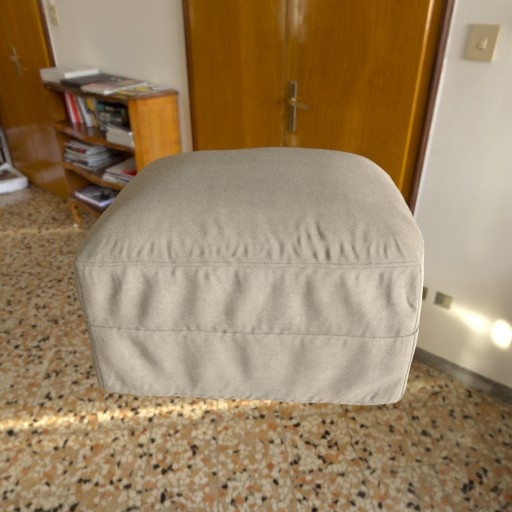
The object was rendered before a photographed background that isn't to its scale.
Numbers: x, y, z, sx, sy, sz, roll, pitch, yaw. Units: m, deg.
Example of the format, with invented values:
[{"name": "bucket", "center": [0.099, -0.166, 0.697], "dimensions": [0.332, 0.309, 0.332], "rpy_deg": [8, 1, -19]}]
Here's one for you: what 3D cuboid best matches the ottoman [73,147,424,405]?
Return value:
[{"name": "ottoman", "center": [0.000, 0.000, 1.102], "dimensions": [0.712, 0.480, 0.584], "rpy_deg": [2, 30, 4]}]
